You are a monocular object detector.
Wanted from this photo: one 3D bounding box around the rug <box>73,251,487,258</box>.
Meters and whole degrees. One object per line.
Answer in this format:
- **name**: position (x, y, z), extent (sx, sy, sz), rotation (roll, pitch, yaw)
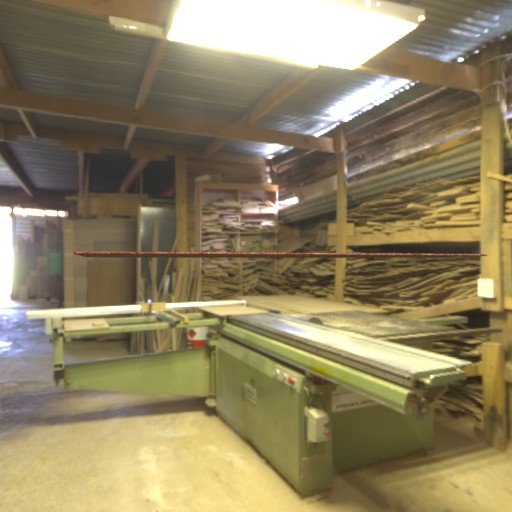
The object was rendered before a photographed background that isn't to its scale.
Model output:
- **rug**: position (0.000, 0.000, 4.167), extent (3.050, 0.016, 2.441), rotation (0, -1, -19)
